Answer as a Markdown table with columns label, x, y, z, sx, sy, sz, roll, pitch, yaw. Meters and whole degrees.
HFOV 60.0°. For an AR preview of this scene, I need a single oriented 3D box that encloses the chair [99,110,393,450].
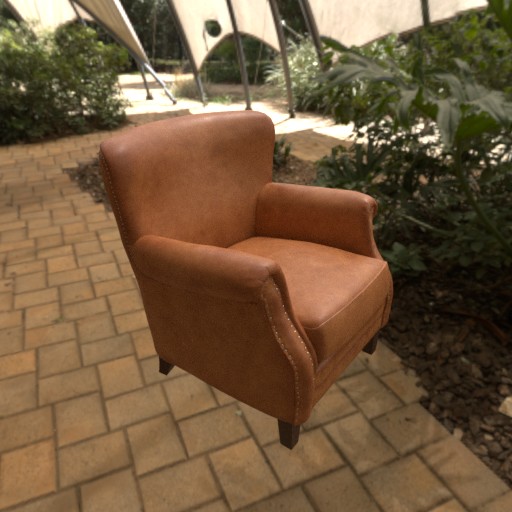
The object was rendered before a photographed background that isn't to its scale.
| label | x | y | z | sx | sy | sz | roll | pitch | yaw |
| --- | --- | --- | --- | --- | --- | --- | --- | --- | --- |
| chair | 0.000 | 0.000 | 1.684 | 0.921 | 0.936 | 0.861 | 19 | 32 | 32 |
